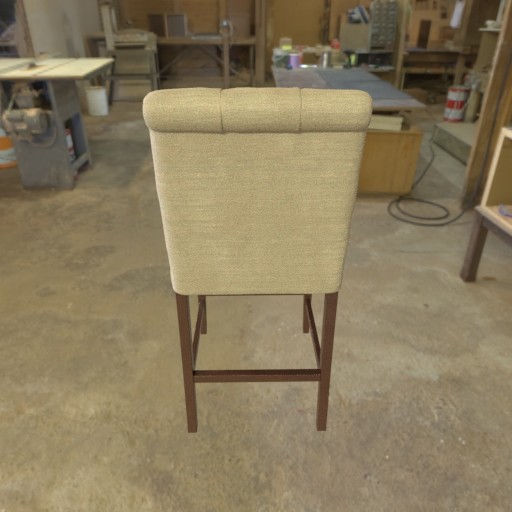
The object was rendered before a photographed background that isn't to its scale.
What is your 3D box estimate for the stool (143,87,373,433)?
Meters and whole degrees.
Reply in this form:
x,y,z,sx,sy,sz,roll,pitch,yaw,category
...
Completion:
x,y,z,sx,sy,sz,roll,pitch,yaw,category
0.000,0.000,1.398,0.486,1.084,0.660,0,29,-1,stool
